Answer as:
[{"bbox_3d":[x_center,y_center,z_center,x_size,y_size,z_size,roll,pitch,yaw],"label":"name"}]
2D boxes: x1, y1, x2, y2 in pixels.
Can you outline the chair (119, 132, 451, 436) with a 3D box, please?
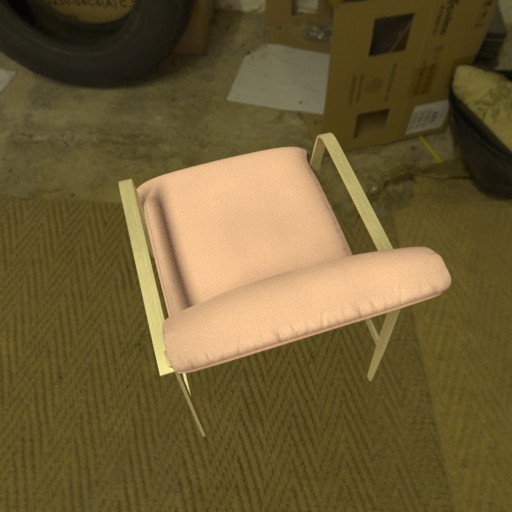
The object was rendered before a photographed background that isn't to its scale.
[{"bbox_3d":[0.000,0.000,1.411,0.701,0.823,0.848,-15,60,-9],"label":"chair"}]
